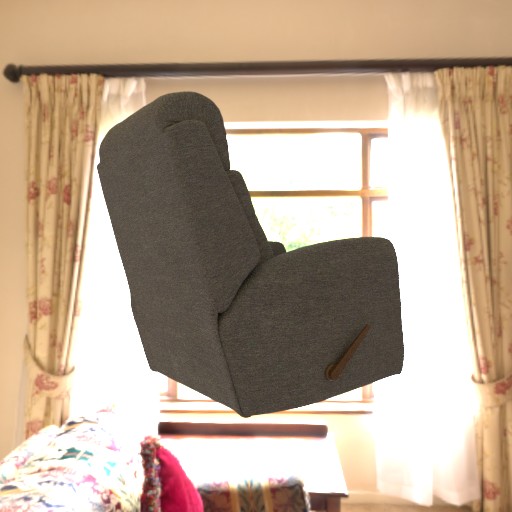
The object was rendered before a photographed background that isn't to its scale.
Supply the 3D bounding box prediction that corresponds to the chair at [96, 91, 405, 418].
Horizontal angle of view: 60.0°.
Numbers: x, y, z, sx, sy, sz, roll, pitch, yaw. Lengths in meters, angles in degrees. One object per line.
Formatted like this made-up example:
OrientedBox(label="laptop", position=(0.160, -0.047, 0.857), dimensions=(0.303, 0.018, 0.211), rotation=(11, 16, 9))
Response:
OrientedBox(label="chair", position=(0.000, 0.000, 1.734), dimensions=(1.043, 1.013, 0.798), rotation=(0, 0, -37))
